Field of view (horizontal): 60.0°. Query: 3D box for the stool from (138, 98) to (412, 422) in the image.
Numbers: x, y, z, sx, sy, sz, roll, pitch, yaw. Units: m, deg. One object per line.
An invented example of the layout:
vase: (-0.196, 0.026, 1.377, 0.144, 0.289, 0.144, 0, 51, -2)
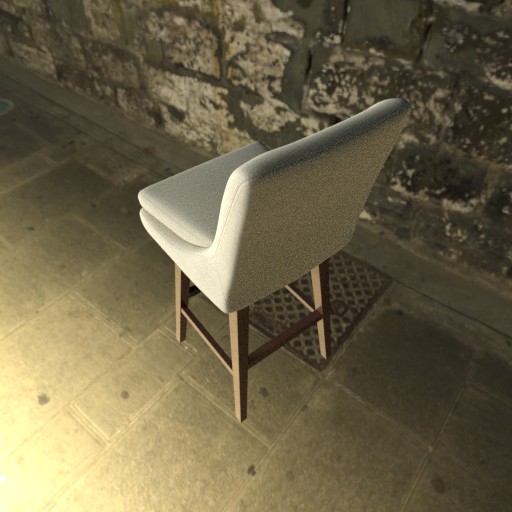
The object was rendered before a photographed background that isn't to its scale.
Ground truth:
stool: (0.000, 0.000, 1.357, 0.483, 1.093, 0.559, -29, 53, -25)
